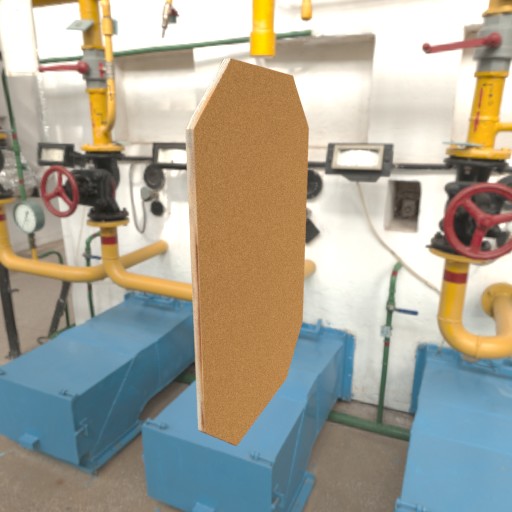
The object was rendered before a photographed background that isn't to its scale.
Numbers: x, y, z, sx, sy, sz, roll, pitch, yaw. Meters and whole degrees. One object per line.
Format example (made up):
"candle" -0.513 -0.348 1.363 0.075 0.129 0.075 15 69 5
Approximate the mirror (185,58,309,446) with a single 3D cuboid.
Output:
"mirror" 0.000 0.000 1.295 0.061 1.015 0.709 8 18 24
